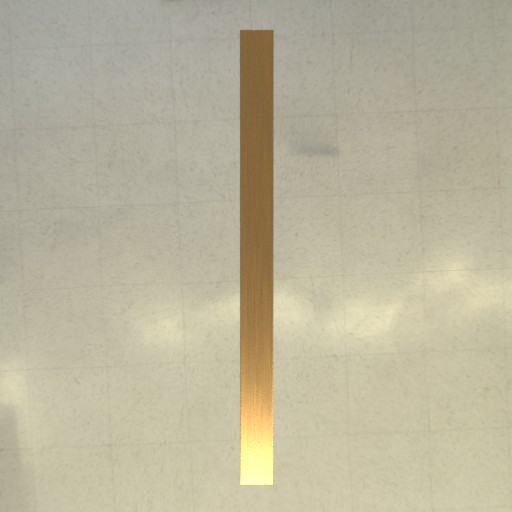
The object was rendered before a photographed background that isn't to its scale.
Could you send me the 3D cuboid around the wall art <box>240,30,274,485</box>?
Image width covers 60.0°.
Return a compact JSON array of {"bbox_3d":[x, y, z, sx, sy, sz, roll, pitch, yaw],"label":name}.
[{"bbox_3d":[0.000,0.000,0.744,0.037,0.505,0.505,0,91,0],"label":"wall art"}]
